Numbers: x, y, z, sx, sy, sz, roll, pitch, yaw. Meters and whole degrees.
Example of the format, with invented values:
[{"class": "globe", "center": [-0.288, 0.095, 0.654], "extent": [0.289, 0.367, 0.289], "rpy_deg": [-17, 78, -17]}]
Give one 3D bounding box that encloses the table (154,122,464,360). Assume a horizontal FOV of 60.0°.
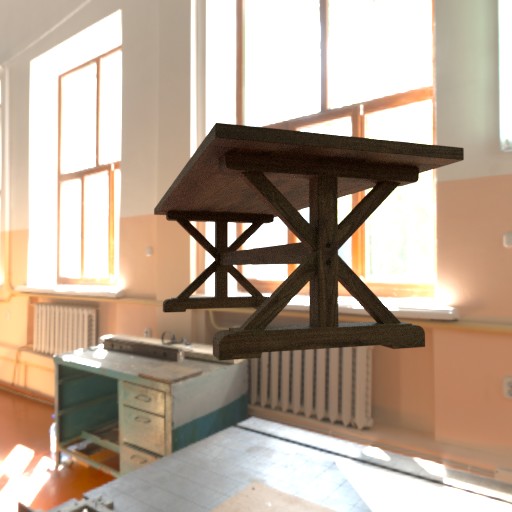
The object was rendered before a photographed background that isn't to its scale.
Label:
[{"class": "table", "center": [0.000, 0.000, 2.403], "extent": [0.907, 0.733, 2.031], "rpy_deg": [0, -2, -18]}]
